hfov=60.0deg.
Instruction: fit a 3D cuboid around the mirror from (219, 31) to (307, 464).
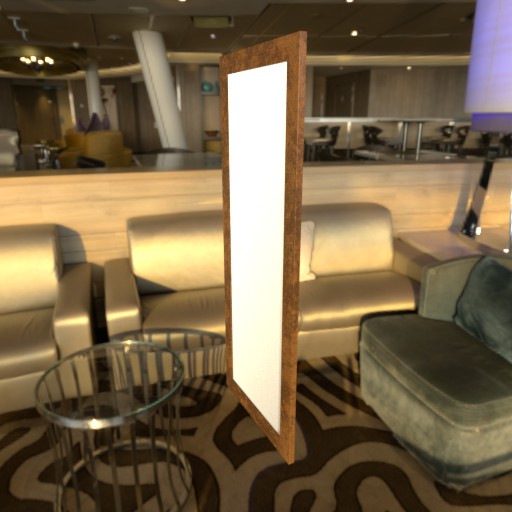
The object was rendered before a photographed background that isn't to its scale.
[{"bbox_3d":[0.000,0.000,2.350,0.032,2.031,0.812,-8,19,-26],"label":"mirror"}]
